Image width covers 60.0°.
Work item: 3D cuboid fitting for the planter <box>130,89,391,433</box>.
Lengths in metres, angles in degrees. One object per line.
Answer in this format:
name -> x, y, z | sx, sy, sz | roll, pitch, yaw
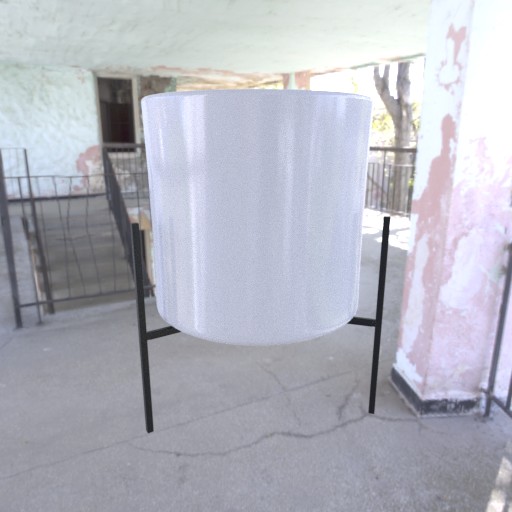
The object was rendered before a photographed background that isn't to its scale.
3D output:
planter -> 0.000, 0.000, 0.722 | 0.360, 0.480, 0.361 | -2, 16, -7
